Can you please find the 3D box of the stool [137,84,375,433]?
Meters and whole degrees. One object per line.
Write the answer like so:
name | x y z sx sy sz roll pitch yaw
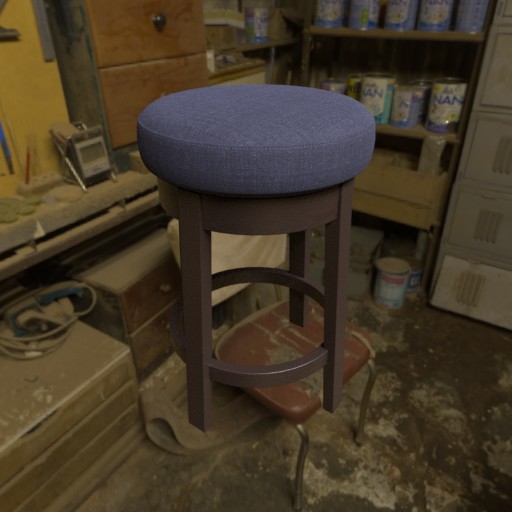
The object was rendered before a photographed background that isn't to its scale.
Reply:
stool | 0.000 0.000 0.954 0.449 0.655 0.449 0 30 0
